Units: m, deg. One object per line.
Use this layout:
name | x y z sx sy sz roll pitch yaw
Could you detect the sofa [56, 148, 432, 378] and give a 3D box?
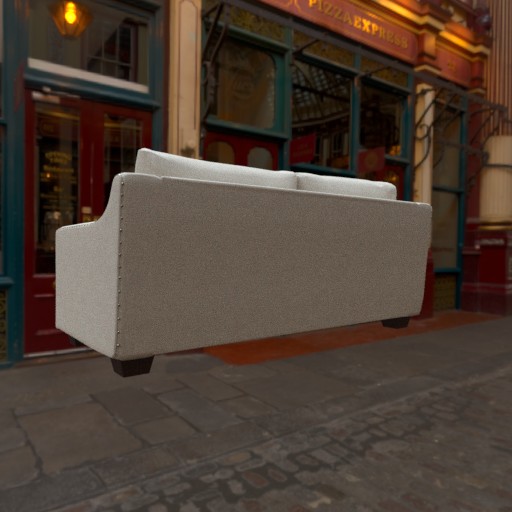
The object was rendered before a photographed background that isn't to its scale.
sofa | 0.000 0.000 2.752 2.107 0.983 1.104 -1 1 -37
